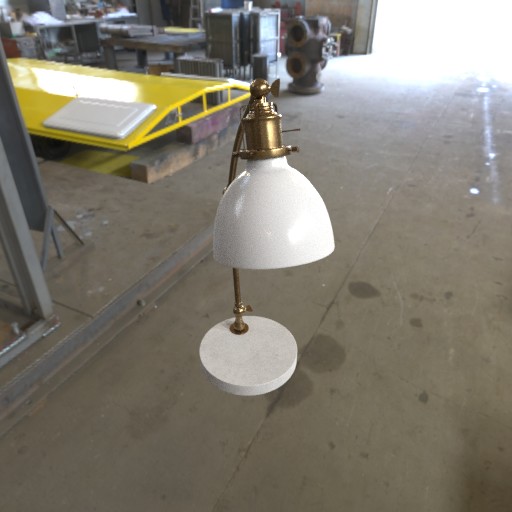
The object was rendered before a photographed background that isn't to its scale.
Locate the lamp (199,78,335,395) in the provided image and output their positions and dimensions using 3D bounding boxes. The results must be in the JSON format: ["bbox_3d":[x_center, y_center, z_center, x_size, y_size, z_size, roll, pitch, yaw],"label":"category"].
[{"bbox_3d":[0.000,0.000,0.678,0.186,0.522,0.317,-10,34,-15],"label":"lamp"}]
